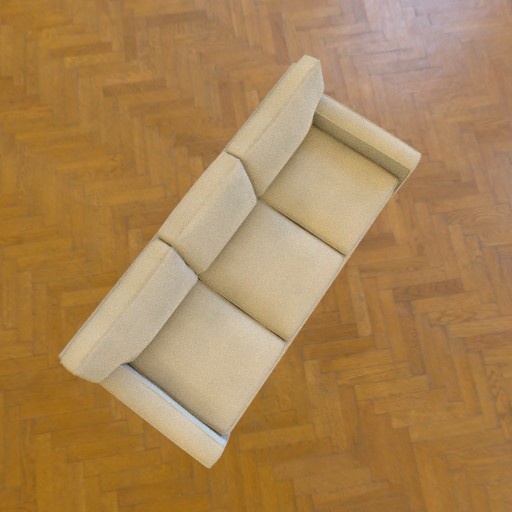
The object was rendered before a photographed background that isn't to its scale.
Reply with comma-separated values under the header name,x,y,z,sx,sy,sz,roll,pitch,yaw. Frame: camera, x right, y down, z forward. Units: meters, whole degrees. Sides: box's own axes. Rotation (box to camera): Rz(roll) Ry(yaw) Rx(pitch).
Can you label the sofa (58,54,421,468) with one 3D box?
name,x,y,z,sx,sy,sz,roll,pitch,yaw
sofa,0.000,0.000,2.562,0.935,0.862,2.088,35,78,8
